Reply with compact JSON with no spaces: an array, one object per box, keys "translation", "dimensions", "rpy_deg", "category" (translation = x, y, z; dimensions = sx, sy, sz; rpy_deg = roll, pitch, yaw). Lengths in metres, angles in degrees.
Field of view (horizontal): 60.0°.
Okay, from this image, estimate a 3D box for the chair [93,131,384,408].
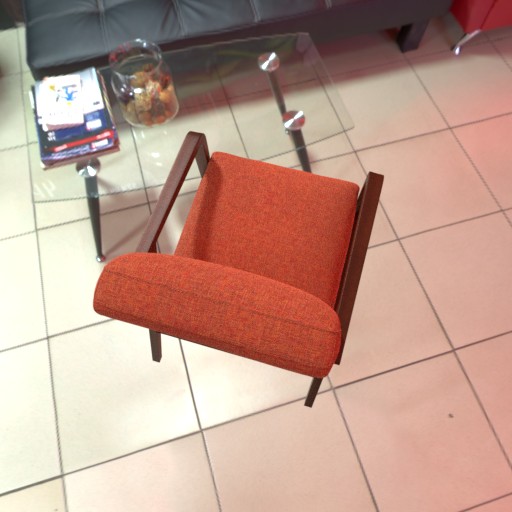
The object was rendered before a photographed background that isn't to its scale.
[{"translation":[0.000,0.000,1.545],"dimensions":[0.719,0.890,0.860],"rpy_deg":[15,65,7],"category":"chair"}]
